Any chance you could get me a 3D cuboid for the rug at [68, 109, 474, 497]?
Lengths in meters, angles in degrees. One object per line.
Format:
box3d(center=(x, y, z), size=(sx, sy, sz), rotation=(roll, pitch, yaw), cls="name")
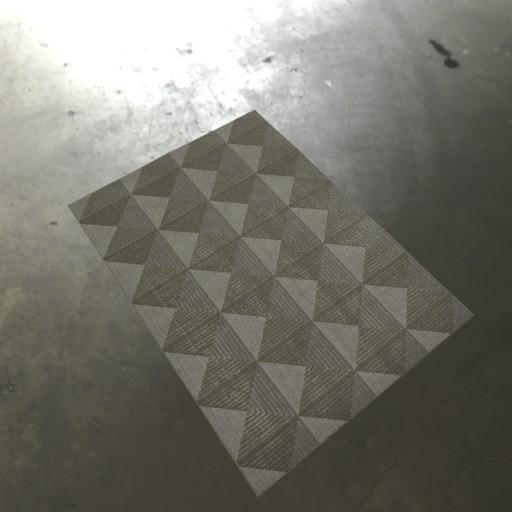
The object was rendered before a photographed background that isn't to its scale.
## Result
box3d(center=(0.000, 0.000, 4.304), size=(2.428, 0.027, 3.333), rotation=(-33, 65, -18), cls="rug")
